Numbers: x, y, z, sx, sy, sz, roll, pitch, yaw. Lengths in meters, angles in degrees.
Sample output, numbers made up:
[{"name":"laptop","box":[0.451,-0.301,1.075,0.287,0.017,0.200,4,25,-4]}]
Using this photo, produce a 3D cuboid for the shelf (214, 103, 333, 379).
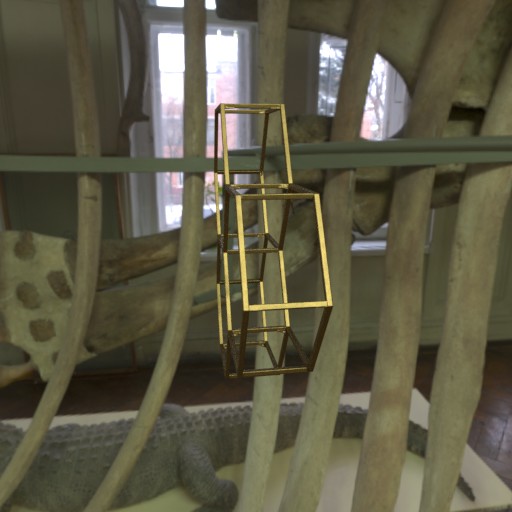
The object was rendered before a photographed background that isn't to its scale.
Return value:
[{"name":"shelf","box":[0.000,0.000,1.063,0.150,0.701,0.708,-2,14,-8]}]
